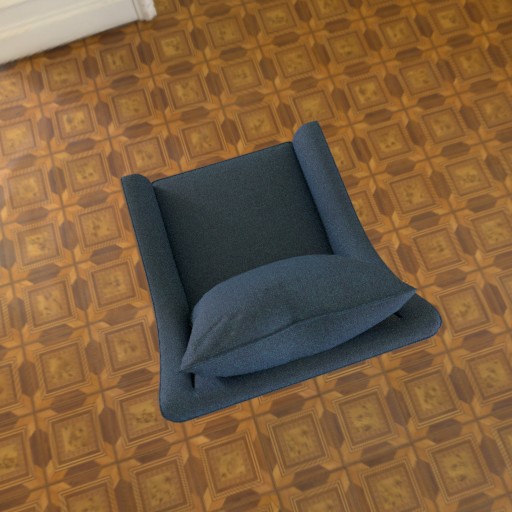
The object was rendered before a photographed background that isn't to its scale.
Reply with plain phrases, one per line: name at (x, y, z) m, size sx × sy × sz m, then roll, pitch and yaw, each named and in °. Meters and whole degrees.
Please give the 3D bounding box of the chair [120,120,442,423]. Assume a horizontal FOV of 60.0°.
chair at (0.000, 0.000, 1.544) m, size 0.750 × 0.939 × 0.870 m, roll -17°, pitch 75°, yaw -5°
